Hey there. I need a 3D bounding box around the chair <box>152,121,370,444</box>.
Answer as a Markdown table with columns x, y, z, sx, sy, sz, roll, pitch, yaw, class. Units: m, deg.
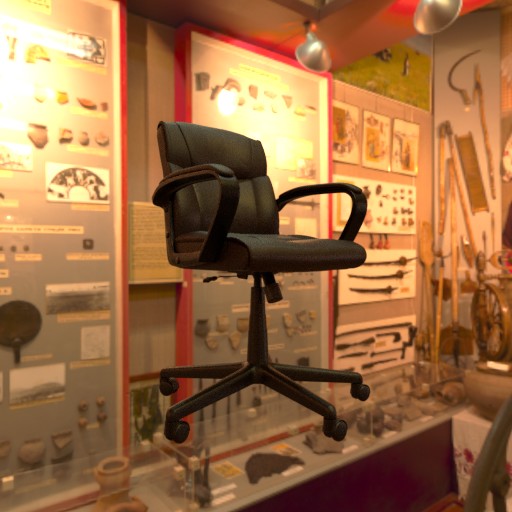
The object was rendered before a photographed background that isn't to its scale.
| x | y | z | sx | sy | sz | roll | pitch | yaw | class |
| --- | --- | --- | --- | --- | --- | --- | --- | --- | --- |
| 0.000 | 0.000 | 1.470 | 0.739 | 1.004 | 0.717 | 0 | 0 | -36 | chair |
